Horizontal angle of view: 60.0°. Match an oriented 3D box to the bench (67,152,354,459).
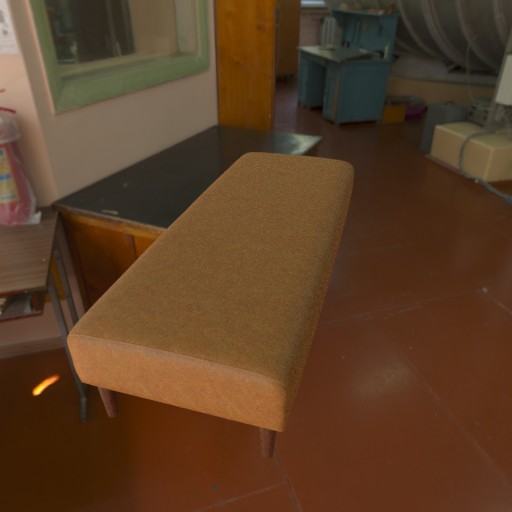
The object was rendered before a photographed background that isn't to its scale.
[{"bbox_3d":[0.000,0.000,1.854,0.653,0.399,1.610,9,32,14],"label":"bench"}]
